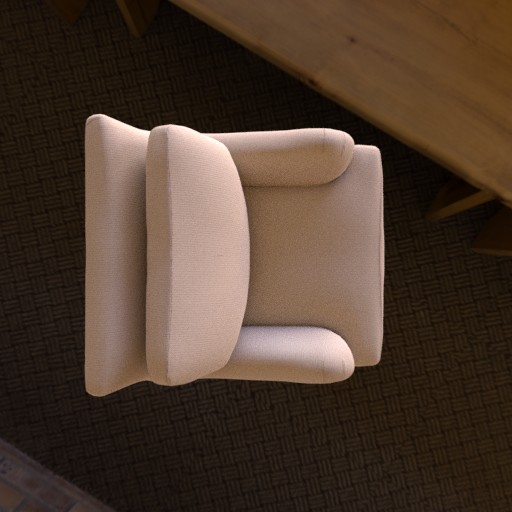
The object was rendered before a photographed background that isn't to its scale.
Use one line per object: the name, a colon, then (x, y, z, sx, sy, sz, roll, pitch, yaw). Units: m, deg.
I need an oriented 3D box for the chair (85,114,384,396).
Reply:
chair: (0.000, 0.000, 1.834, 1.070, 1.038, 0.955, 0, 90, 0)
